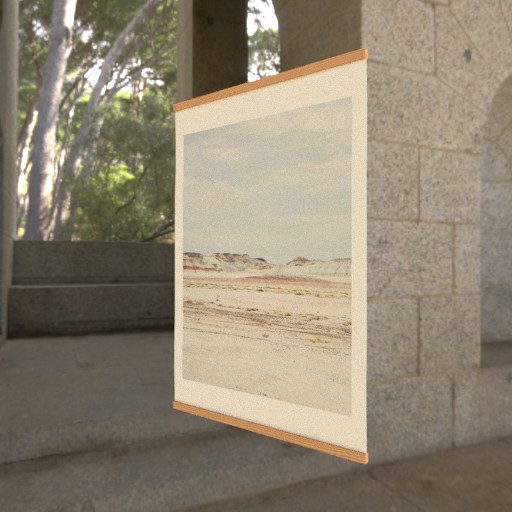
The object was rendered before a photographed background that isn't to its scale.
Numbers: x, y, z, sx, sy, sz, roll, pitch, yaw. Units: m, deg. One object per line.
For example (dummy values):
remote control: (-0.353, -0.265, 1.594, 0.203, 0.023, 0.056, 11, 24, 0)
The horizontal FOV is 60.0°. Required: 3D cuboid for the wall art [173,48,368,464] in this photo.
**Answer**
wall art: (0.000, 0.000, 1.930, 1.011, 1.521, 0.025, 0, 0, 36)
